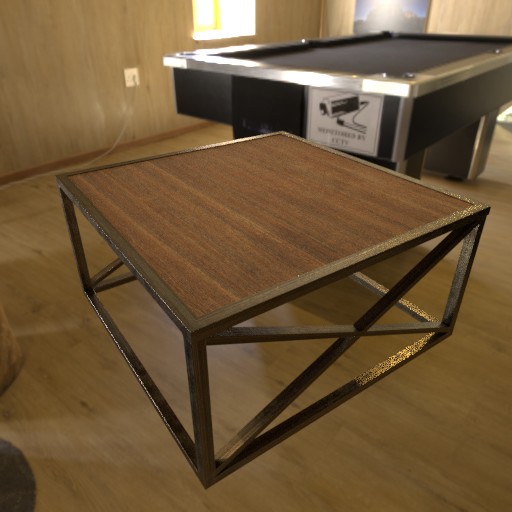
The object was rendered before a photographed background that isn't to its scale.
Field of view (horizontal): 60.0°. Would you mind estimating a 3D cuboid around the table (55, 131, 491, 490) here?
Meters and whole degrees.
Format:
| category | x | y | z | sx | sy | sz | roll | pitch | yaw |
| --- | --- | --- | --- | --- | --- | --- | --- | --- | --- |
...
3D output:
| category | x | y | z | sx | sy | sz | roll | pitch | yaw |
| --- | --- | --- | --- | --- | --- | --- | --- | --- | --- |
| table | 0.000 | 0.000 | 1.398 | 0.899 | 0.451 | 0.909 | -20 | 36 | -29 |
